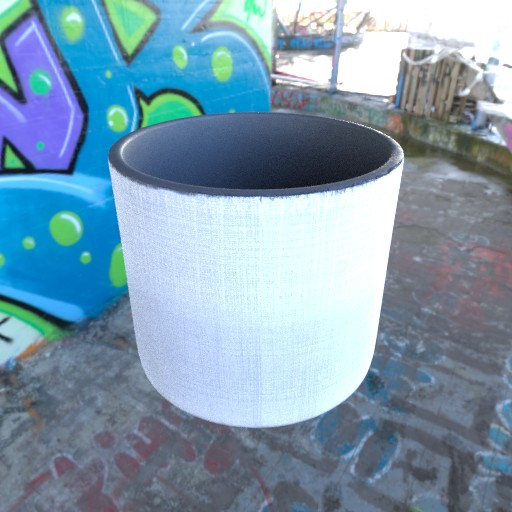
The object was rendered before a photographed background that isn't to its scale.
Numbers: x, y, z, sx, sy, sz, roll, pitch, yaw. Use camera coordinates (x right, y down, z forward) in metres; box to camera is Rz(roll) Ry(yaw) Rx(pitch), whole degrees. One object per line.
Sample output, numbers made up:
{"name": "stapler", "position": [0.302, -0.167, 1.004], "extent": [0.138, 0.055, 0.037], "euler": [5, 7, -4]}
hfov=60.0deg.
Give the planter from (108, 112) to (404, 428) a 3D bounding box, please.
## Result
{"name": "planter", "position": [0.000, 0.000, 0.386], "extent": [0.221, 0.201, 0.221], "euler": [0, 30, 0]}
